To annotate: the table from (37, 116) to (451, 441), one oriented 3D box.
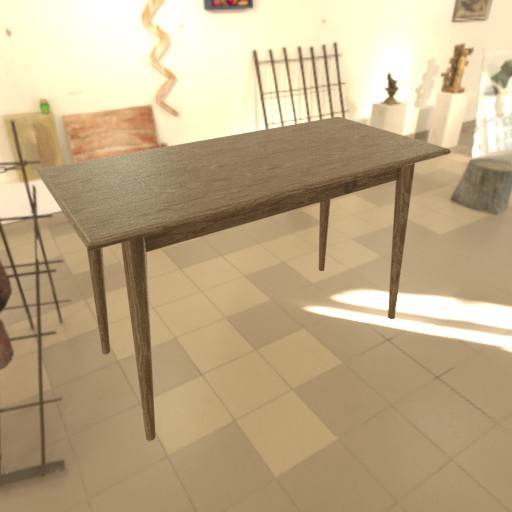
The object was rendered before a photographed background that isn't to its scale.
[{"bbox_3d":[0.000,0.000,1.715,1.300,0.780,0.599,-18,35,-28],"label":"table"}]
